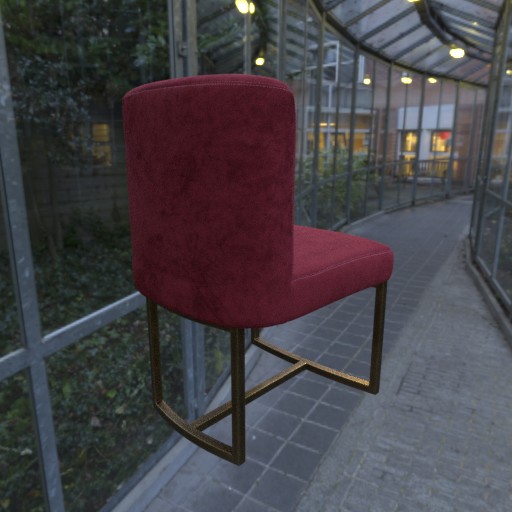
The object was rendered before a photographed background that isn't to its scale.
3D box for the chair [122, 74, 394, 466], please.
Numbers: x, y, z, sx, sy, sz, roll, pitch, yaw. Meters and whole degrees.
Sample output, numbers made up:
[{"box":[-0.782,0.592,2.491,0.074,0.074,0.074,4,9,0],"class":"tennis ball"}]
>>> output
[{"box":[0.000,0.000,1.165,0.530,0.824,0.560,13,19,42],"class":"chair"}]
